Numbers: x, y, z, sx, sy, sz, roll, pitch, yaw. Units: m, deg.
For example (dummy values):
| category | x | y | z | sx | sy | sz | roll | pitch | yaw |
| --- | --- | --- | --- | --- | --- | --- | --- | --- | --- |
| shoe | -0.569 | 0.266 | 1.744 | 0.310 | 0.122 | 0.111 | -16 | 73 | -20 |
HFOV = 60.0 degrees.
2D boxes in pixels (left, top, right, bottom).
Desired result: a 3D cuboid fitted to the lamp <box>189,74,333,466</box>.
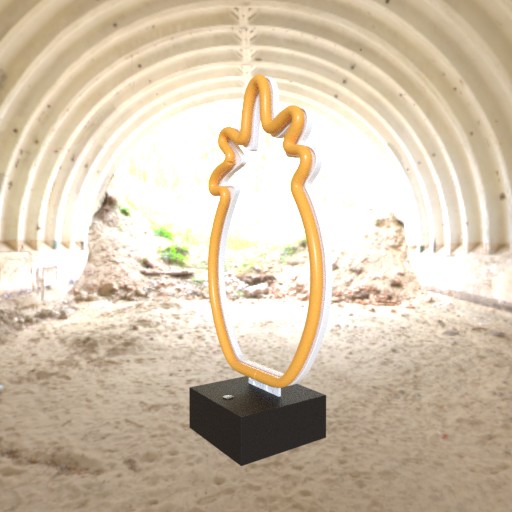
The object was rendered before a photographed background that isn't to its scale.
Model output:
| category | x | y | z | sx | sy | sz | roll | pitch | yaw |
| --- | --- | --- | --- | --- | --- | --- | --- | --- | --- |
| lamp | 0.000 | 0.000 | 0.394 | 0.088 | 0.317 | 0.167 | -1 | 2 | -35 |
